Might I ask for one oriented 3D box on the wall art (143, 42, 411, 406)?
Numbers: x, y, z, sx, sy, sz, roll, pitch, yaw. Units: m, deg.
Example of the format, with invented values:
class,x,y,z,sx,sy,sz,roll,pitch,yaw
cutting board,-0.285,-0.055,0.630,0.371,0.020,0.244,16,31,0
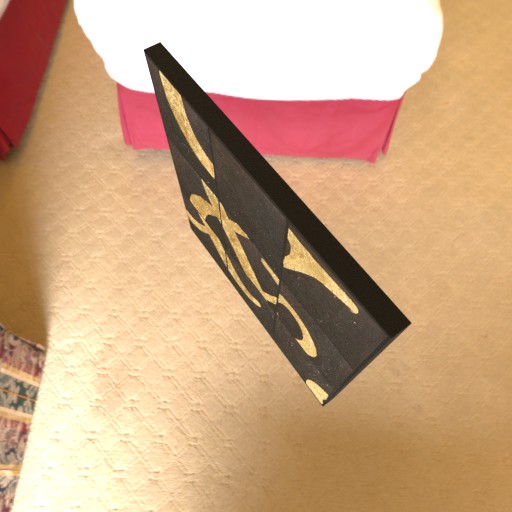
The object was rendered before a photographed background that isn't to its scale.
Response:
class,x,y,z,sx,sy,sz,roll,pitch,yaw
wall art,0.000,0.000,1.139,0.044,0.758,0.758,-32,68,-15
